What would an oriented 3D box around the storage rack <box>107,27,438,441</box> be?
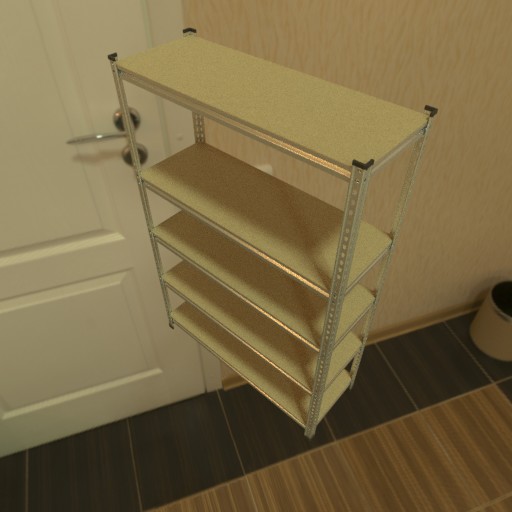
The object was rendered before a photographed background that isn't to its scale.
[{"bbox_3d":[0.000,0.000,2.277,1.219,1.829,0.457,32,53,28],"label":"storage rack"}]
